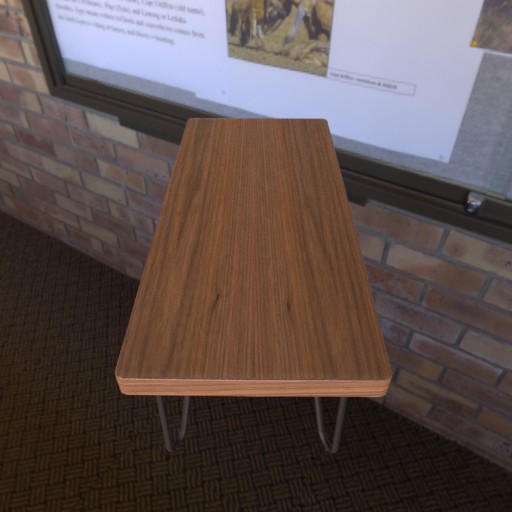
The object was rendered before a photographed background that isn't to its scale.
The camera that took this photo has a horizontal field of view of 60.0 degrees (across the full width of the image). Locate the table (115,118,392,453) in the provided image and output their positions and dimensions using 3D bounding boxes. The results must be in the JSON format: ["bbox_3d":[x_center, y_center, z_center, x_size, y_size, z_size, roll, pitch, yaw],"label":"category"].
[{"bbox_3d":[0.000,0.000,1.664,0.637,0.468,1.375,0,41,0],"label":"table"}]
